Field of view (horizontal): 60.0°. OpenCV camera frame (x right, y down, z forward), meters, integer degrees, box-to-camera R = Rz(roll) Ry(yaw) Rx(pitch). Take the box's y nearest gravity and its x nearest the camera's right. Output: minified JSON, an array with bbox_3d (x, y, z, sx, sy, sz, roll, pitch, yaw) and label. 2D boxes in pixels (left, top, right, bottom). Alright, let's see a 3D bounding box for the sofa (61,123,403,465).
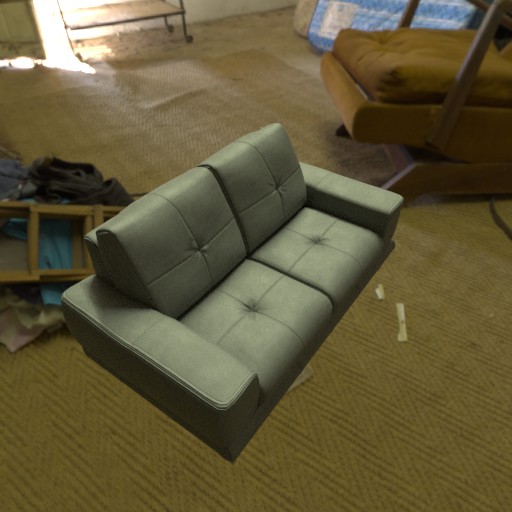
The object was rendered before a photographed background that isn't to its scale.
[{"bbox_3d":[0.000,0.000,2.424,1.018,0.907,1.806,25,47,26],"label":"sofa"}]
